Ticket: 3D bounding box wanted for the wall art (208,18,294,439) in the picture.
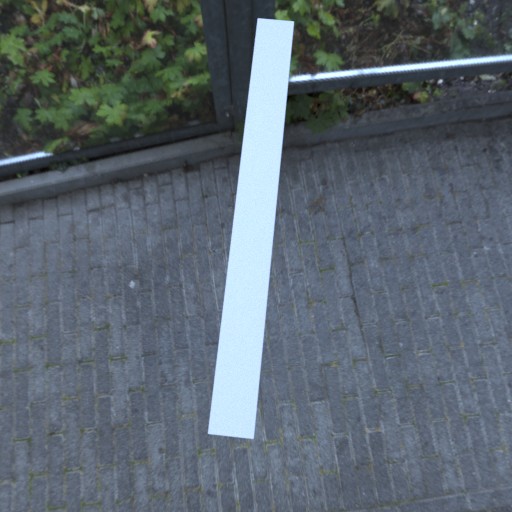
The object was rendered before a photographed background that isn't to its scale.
[{"bbox_3d":[0.000,0.000,0.608,0.038,0.406,0.406,6,76,1],"label":"wall art"}]
